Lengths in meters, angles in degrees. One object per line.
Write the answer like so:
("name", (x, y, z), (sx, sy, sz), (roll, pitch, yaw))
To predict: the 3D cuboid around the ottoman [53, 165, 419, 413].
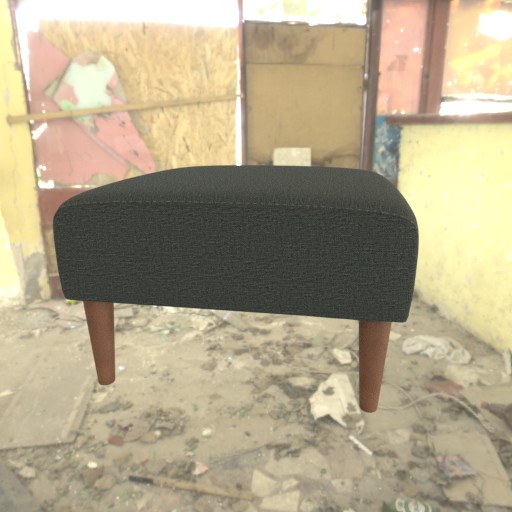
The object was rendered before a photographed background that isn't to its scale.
("ottoman", (0.000, 0.000, 1.063), (0.649, 0.398, 0.650), (3, 16, 9))
